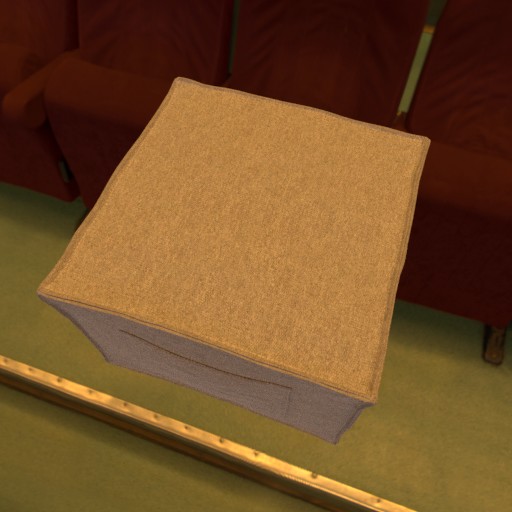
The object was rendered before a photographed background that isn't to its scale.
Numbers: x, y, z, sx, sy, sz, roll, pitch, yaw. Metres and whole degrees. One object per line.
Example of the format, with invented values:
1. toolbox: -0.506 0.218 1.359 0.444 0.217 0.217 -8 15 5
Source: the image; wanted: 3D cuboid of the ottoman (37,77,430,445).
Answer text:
1. ottoman: 0.000 0.000 1.145 0.707 0.470 0.696 16 61 9
